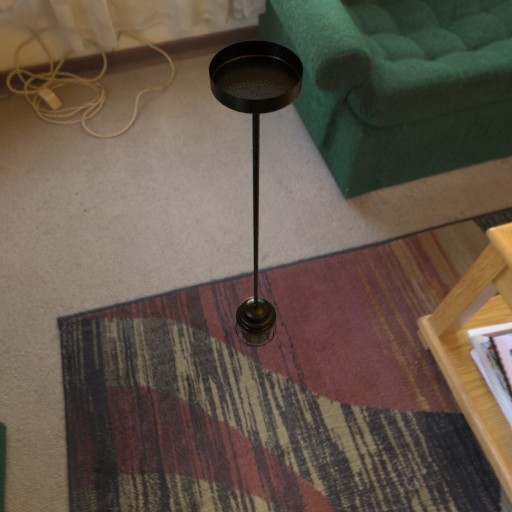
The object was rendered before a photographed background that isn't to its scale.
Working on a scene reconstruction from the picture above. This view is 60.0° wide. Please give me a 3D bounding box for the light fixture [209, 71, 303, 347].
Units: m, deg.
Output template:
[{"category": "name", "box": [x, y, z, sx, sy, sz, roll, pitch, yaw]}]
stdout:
[{"category": "light fixture", "box": [0.000, 0.000, 0.967, 0.123, 0.920, 0.123, -30, 63, -17]}]
